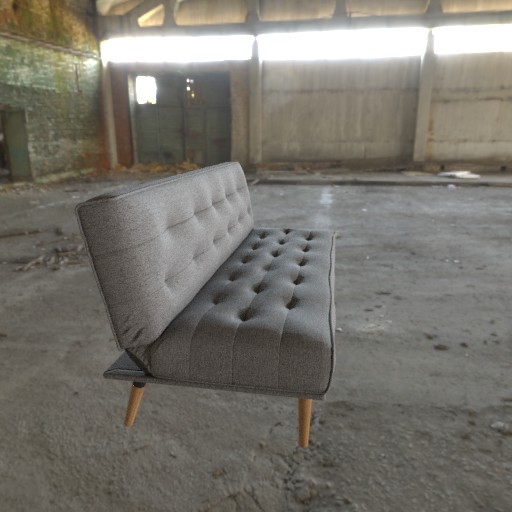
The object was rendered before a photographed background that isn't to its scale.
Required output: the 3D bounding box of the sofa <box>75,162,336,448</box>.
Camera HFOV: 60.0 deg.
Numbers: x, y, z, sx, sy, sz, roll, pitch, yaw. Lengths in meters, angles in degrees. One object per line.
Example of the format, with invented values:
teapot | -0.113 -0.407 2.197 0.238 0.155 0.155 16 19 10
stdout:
sofa | 0.000 0.000 2.243 0.810 0.830 1.820 3 16 10
